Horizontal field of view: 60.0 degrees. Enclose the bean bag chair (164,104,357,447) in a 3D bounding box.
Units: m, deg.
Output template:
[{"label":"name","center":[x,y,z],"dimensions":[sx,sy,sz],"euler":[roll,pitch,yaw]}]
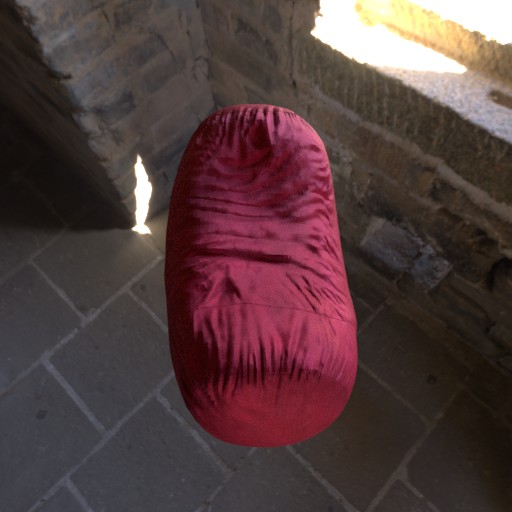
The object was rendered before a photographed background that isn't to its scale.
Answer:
[{"label":"bean bag chair","center":[0.000,0.000,2.894],"dimensions":[1.216,0.867,2.293],"euler":[-2,64,-1]}]
